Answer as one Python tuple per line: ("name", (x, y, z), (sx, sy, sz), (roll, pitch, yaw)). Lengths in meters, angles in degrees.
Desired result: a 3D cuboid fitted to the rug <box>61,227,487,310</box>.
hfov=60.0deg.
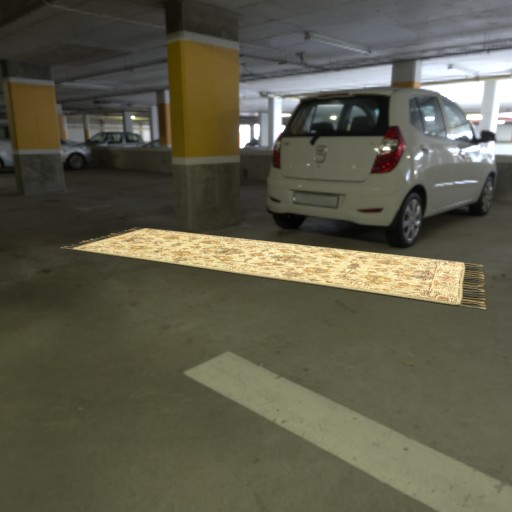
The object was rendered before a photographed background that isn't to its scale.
("rug", (0.000, 0.000, 2.628), (2.438, 0.021, 0.729), (7, 16, 25))
